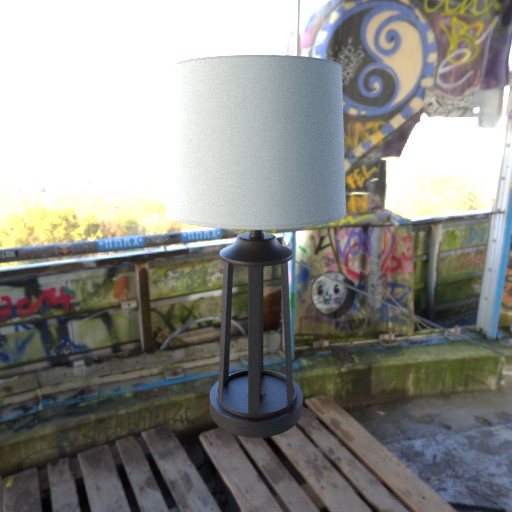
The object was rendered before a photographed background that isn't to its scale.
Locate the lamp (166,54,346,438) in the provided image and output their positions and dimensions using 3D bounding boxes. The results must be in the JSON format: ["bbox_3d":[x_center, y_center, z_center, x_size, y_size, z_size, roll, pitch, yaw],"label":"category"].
[{"bbox_3d":[0.000,0.000,0.648,0.251,0.509,0.251,0,16,0],"label":"lamp"}]
